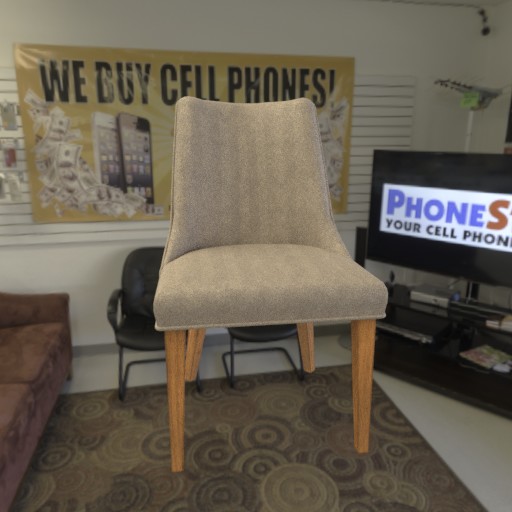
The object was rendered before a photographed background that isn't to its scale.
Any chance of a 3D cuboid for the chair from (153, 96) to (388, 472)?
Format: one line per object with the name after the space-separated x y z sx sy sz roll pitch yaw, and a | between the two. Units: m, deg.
0.000 0.000 1.299 0.548 0.916 0.636 -2 15 -8 | chair
